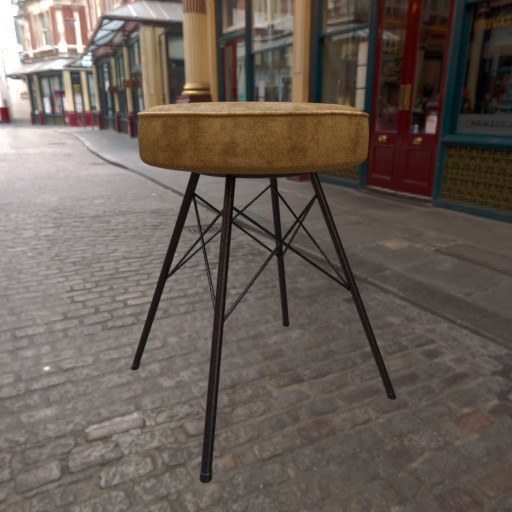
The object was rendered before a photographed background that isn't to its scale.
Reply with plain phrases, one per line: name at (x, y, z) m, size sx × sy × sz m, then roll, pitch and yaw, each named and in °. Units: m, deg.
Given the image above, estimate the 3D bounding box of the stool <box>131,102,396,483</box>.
stool at (0.000, 0.000, 0.917) m, size 0.472 × 0.595 × 0.438 m, roll -9°, pitch 20°, yaw -27°
